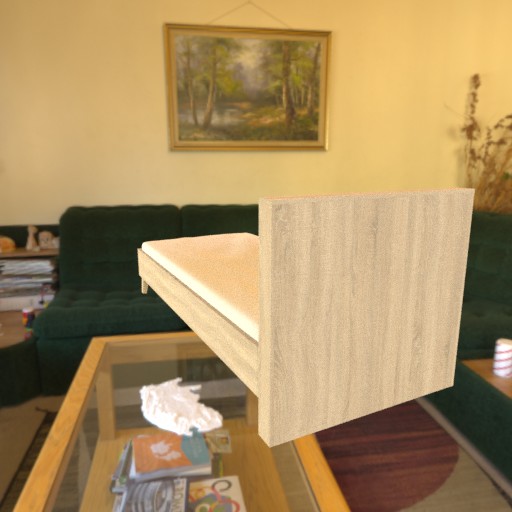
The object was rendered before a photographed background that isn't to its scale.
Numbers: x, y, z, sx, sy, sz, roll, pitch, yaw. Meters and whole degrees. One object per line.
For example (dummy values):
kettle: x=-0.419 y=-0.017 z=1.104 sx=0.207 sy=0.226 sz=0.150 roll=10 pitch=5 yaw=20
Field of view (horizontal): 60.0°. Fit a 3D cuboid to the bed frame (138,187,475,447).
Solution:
bed frame: x=0.000 y=0.000 z=2.694 sx=0.990 sy=0.920 sz=2.140 roll=-7 pitch=15 yaw=-27
